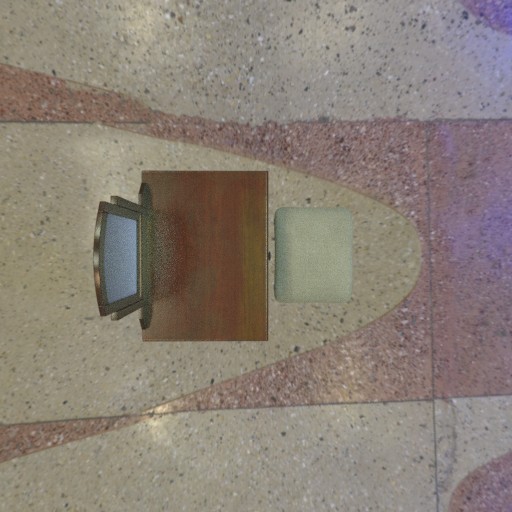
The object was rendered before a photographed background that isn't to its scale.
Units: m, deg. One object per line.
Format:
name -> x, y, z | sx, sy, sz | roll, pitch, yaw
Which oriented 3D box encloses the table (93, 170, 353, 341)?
table -> 0.000, 0.000, 2.367 | 1.211, 1.631, 0.876 | 0, 91, -1
